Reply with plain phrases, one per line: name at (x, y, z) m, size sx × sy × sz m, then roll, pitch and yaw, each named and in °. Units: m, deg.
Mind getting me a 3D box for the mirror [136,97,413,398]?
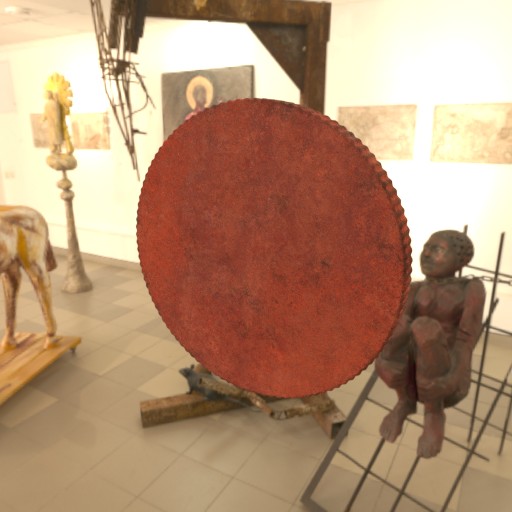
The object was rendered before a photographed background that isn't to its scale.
mirror at (0.000, 0.000, 0.908) m, size 0.609 × 0.609 × 0.056 m, roll 9°, pitch 19°, yaw 28°
